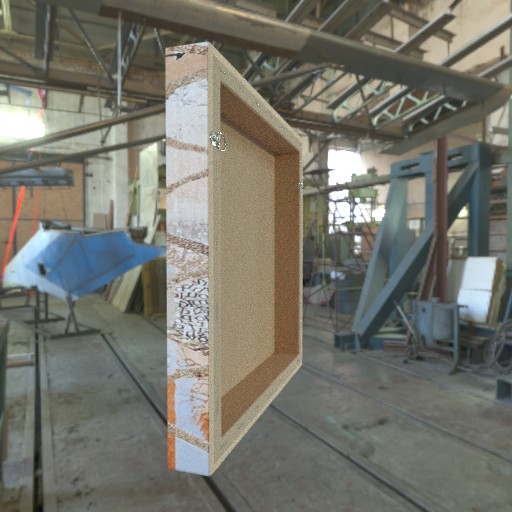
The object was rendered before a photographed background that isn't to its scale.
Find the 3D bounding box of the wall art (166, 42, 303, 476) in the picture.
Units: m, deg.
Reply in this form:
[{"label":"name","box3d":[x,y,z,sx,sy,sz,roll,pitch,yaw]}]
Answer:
[{"label":"wall art","box3d":[0.000,0.000,0.455,0.036,0.304,0.303,1,2,18]}]
